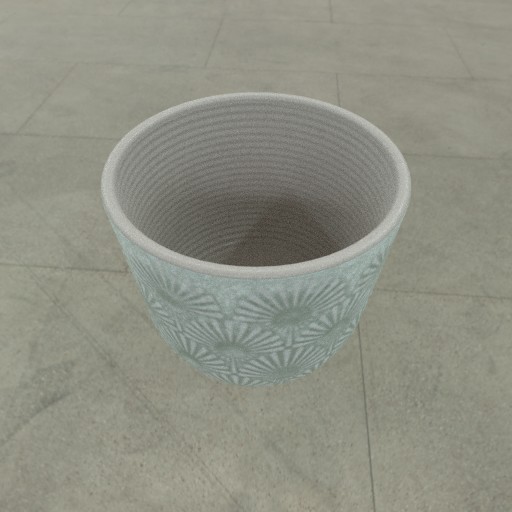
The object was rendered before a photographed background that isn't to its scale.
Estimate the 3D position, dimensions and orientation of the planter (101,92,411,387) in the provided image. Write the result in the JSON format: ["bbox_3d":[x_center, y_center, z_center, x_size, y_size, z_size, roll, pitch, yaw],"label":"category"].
[{"bbox_3d":[0.000,0.000,0.302,0.170,0.152,0.170,0,46,0],"label":"planter"}]
